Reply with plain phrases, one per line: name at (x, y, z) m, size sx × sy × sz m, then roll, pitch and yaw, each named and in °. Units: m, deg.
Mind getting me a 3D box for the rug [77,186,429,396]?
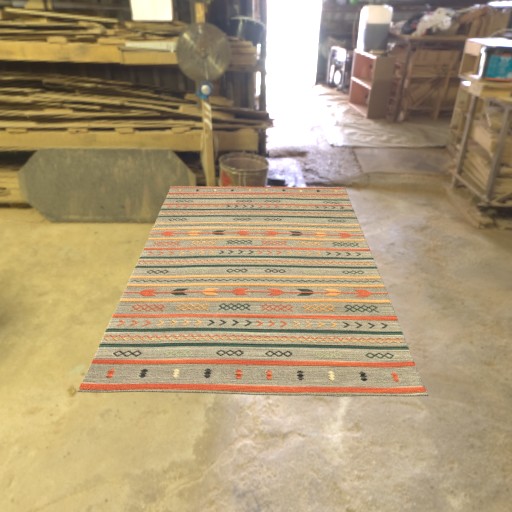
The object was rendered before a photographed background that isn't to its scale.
rug at (0.000, 0.000, 2.312) m, size 1.220 × 0.017 × 1.835 m, roll 0°, pitch 31°, yaw 1°
